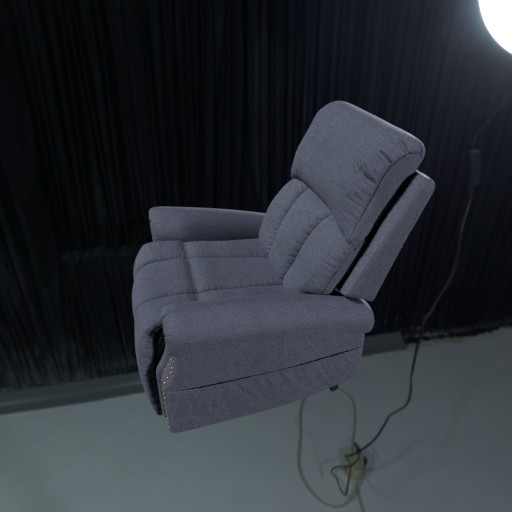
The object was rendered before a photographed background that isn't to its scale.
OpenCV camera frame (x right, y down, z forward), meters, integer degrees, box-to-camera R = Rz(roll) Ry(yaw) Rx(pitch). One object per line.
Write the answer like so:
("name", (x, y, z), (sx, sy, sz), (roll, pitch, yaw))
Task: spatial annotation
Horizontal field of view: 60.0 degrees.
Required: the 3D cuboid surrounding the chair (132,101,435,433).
("chair", (0.000, 0.000, 1.728), (0.979, 1.031, 0.871), (-8, 32, -12))
